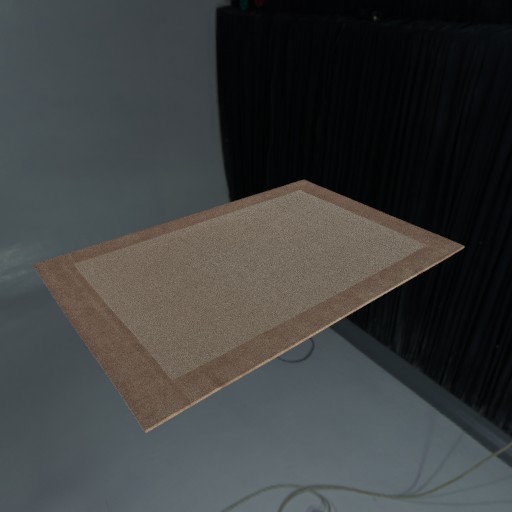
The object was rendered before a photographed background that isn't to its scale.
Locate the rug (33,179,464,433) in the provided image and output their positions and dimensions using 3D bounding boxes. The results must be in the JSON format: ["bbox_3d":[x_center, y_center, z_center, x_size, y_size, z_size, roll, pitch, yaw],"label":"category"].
[{"bbox_3d":[0.000,0.000,2.245,1.829,0.014,1.219,-22,37,-32],"label":"rug"}]
